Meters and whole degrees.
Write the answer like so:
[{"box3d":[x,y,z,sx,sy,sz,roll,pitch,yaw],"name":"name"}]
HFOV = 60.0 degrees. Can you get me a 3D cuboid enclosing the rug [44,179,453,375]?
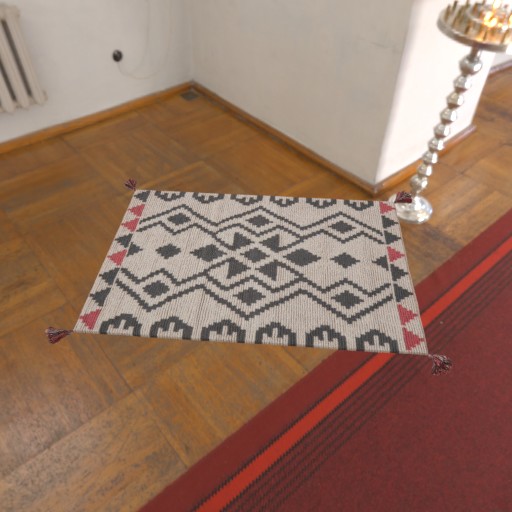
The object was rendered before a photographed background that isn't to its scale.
[{"box3d":[0.000,0.000,2.675,2.069,0.067,1.444,3,45,3],"name":"rug"}]
